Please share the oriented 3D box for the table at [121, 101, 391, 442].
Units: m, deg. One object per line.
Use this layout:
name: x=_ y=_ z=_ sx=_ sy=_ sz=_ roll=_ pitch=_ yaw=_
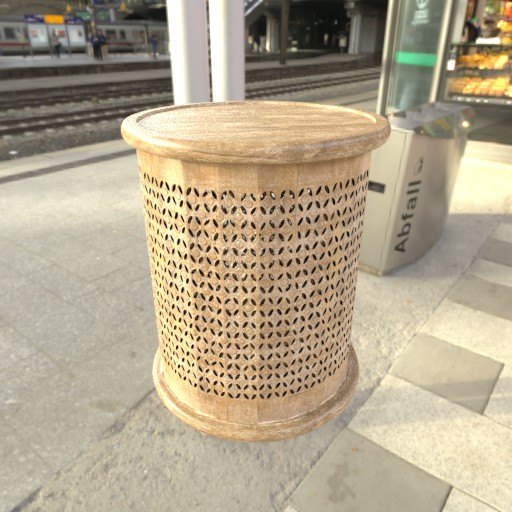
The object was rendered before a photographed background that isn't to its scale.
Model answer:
table: x=0.000 y=0.000 z=0.793 sx=0.407 sy=0.482 sz=0.407 roll=0 pitch=26 yaw=0
